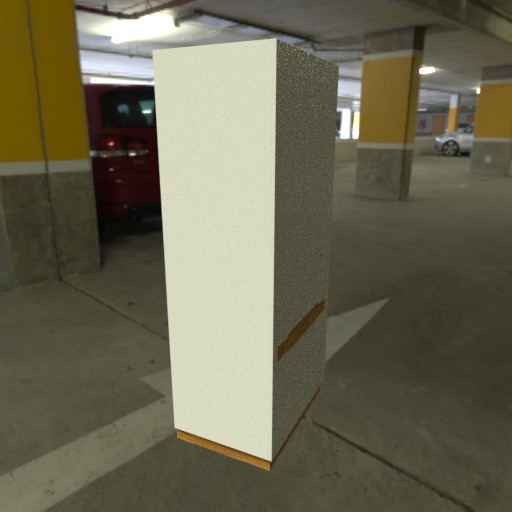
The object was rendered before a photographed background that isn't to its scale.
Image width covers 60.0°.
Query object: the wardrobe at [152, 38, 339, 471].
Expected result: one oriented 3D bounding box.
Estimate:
[{"bbox_3d":[0.000,0.000,2.488,0.600,2.040,0.860,8,18,25],"label":"wardrobe"}]
